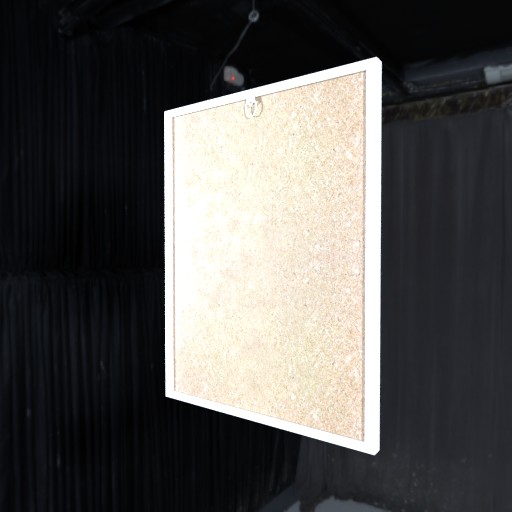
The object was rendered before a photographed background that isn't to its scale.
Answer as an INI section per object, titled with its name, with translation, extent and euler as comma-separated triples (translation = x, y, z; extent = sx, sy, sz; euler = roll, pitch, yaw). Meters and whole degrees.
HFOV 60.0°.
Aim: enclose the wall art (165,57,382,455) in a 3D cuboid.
[wall art]
translation = 0.000, 0.000, 1.422
extent = 0.805, 1.056, 0.042
euler = 1, 1, 36
